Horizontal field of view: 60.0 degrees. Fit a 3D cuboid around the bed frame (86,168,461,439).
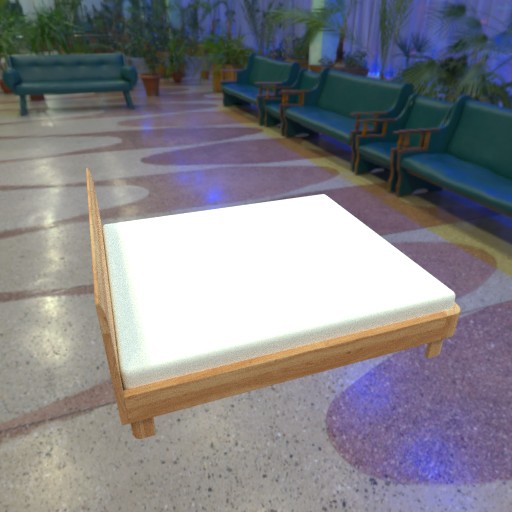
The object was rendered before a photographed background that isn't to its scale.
[{"bbox_3d":[0.000,0.000,3.151,2.092,0.940,1.872,-10,31,-17],"label":"bed frame"}]
